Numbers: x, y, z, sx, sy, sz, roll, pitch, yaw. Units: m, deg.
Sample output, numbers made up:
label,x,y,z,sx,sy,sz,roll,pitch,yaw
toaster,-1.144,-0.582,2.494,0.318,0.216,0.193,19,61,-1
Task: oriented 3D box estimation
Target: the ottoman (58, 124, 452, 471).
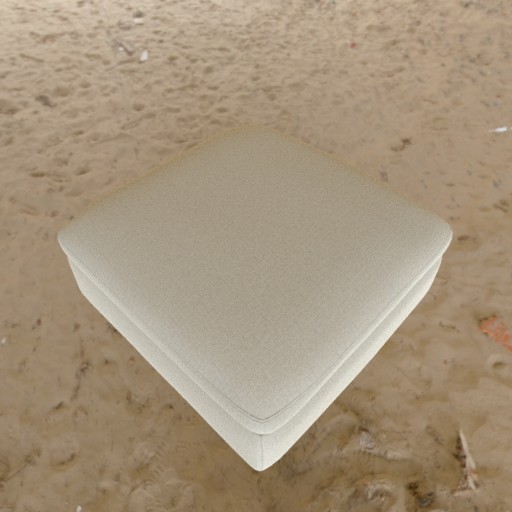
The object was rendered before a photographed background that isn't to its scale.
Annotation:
label,x,y,z,sx,sy,sz,roll,pitch,yaw
ottoman,0.000,0.000,1.562,0.996,0.467,0.977,35,57,28
